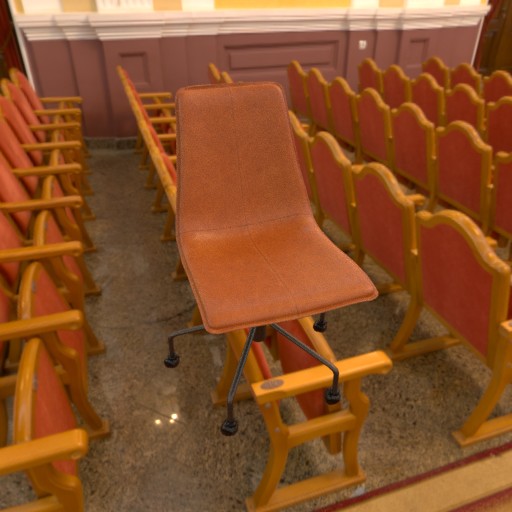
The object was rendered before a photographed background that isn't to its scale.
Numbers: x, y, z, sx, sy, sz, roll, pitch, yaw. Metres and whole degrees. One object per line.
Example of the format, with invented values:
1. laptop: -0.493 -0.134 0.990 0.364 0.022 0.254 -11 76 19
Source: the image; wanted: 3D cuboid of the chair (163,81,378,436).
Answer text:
1. chair: 0.000 0.000 1.388 0.651 0.920 0.660 -10 34 -16
